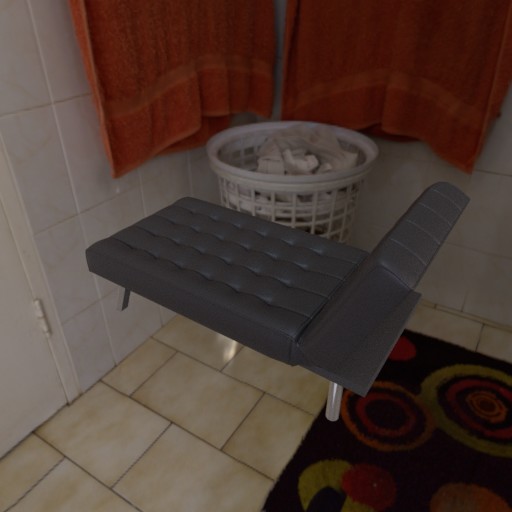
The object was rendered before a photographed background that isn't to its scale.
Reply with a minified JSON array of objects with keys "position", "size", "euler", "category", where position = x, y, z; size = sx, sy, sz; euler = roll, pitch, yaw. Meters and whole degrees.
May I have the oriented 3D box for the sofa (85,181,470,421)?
[{"position":[0.000,0.000,2.054],"size":[1.560,0.820,0.760],"euler":[20,37,28],"category":"sofa"}]
